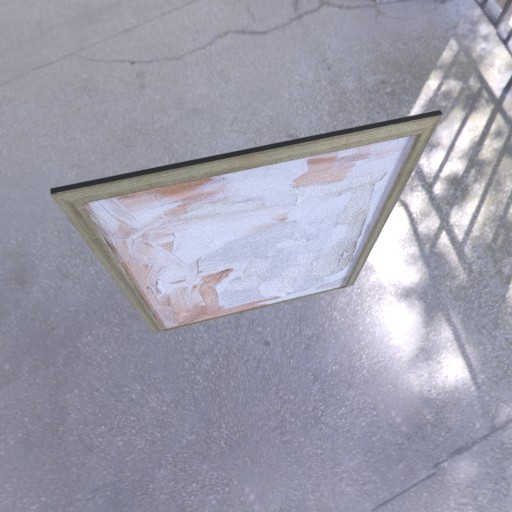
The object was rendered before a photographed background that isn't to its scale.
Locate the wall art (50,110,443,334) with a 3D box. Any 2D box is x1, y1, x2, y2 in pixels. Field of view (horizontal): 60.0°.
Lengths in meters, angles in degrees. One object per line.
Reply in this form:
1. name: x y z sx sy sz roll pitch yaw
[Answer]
1. wall art: 0.000 0.000 0.909 0.559 0.660 0.018 -13 65 -6
